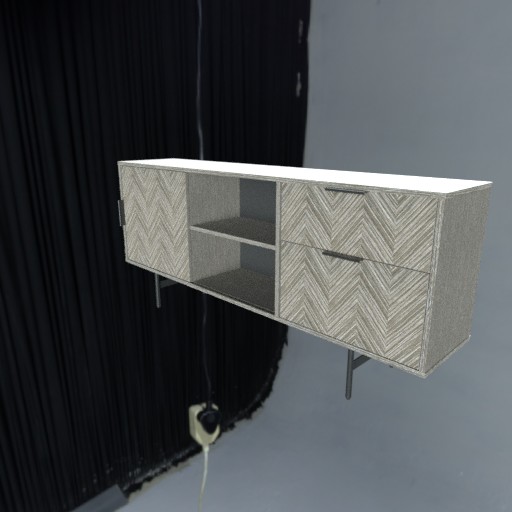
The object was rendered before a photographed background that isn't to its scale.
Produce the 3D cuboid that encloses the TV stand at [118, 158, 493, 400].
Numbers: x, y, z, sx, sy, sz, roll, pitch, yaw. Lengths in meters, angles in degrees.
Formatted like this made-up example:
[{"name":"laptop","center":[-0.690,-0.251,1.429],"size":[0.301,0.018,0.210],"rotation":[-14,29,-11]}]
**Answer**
[{"name":"TV stand","center":[0.000,0.000,2.046],"size":[1.804,0.787,0.405],"rotation":[15,22,43]}]
